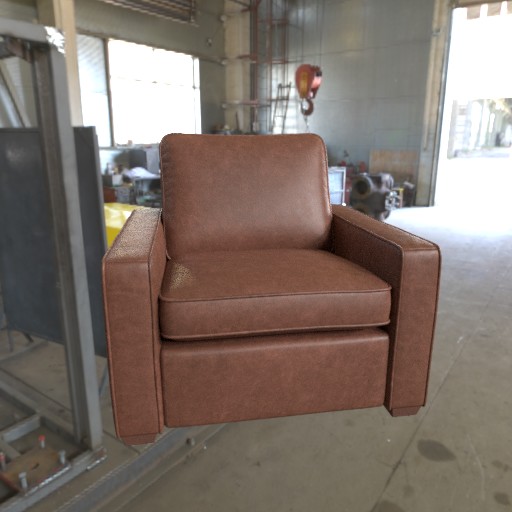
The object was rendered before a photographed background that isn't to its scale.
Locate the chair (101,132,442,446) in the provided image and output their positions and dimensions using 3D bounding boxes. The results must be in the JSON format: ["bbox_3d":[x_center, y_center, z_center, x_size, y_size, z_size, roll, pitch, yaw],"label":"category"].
[{"bbox_3d":[0.000,0.000,1.699,1.017,0.919,0.940,-2,15,-9],"label":"chair"}]
